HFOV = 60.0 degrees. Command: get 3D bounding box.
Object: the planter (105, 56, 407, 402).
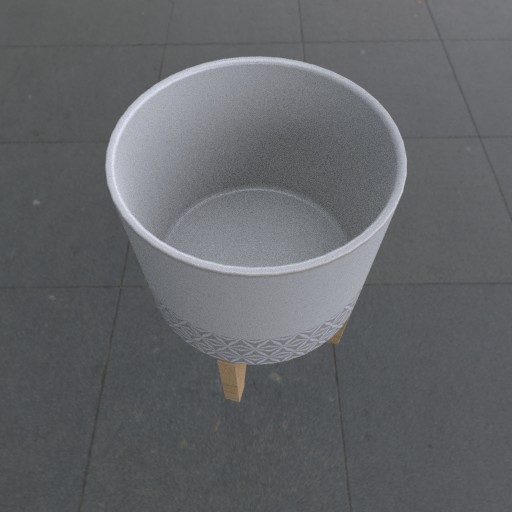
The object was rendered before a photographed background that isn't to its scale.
[{"bbox_3d":[0.000,0.000,0.514,0.249,0.343,0.249,0,57,0],"label":"planter"}]
